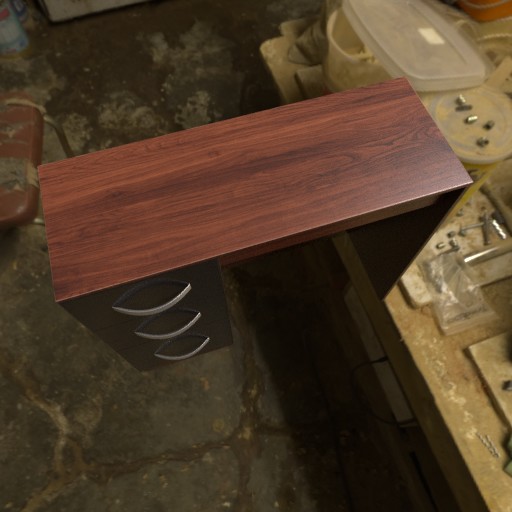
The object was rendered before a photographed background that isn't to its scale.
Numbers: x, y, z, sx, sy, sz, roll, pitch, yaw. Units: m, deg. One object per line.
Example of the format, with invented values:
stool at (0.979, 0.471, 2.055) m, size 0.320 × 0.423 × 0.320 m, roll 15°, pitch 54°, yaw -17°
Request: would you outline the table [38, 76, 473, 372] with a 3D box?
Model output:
table at (0.000, 0.000, 1.354) m, size 0.930 × 0.790 × 0.380 m, roll -16°, pitch 65°, yaw -8°
